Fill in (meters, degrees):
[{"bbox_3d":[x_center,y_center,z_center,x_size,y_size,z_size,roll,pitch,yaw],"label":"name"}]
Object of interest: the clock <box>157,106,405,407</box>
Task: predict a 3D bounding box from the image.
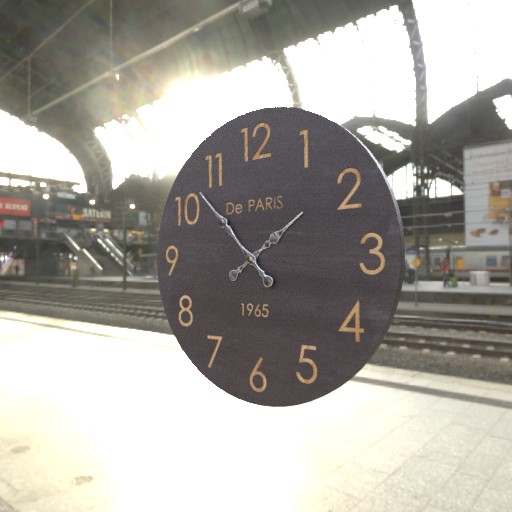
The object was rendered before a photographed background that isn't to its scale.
[{"bbox_3d":[0.000,0.000,0.899,0.595,0.595,0.029,-1,-2,37],"label":"clock"}]
